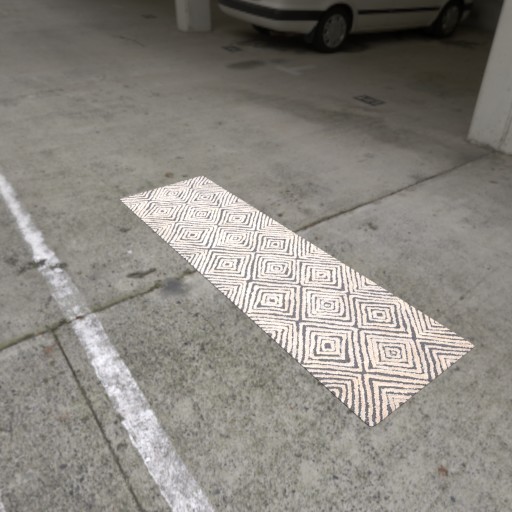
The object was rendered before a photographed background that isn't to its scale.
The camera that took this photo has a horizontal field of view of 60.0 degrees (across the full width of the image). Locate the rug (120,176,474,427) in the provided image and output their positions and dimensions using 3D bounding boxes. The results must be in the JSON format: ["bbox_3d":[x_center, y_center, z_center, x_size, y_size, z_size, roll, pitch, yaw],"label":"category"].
[{"bbox_3d":[0.000,0.000,2.517,0.676,0.008,2.277,-23,40,-30],"label":"rug"}]
